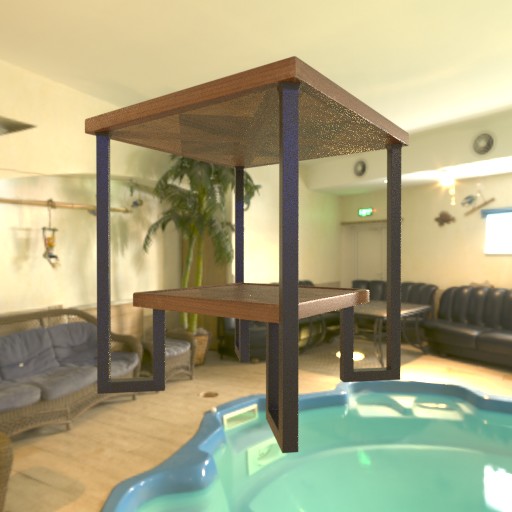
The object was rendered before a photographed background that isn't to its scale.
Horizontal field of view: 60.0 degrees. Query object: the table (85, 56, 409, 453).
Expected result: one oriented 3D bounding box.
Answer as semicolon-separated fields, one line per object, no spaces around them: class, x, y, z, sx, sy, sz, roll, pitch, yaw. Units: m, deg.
table;0.000;0.000;0.965;0.503;0.563;0.503;0;1;36
